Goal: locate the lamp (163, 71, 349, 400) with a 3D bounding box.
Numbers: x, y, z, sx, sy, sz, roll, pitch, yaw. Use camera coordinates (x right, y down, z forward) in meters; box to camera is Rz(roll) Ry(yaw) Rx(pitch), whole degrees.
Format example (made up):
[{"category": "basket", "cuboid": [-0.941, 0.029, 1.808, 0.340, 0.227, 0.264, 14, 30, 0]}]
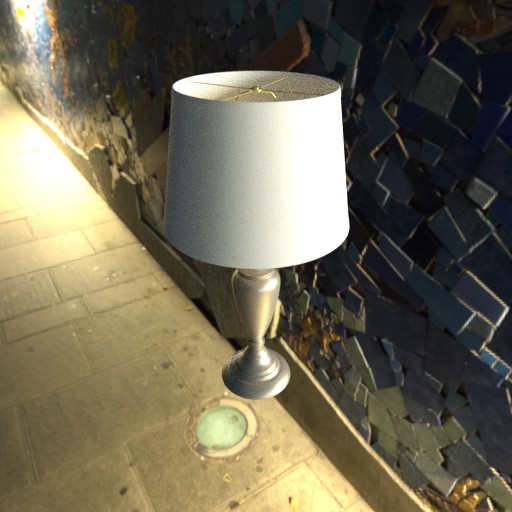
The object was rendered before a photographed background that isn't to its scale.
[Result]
[{"category": "lamp", "cuboid": [0.000, 0.000, 0.833, 0.328, 0.612, 0.328, 0, 31, 0]}]
